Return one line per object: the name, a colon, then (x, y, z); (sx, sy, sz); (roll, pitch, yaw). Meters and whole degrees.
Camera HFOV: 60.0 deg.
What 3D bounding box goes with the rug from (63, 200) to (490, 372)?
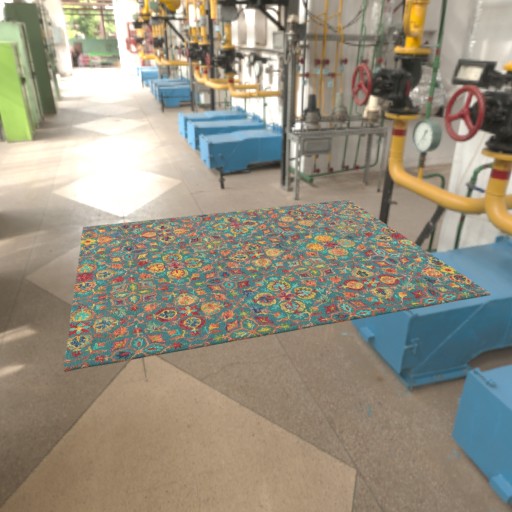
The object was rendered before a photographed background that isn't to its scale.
rug: (0.000, 0.000, 4.182); (3.204, 0.025, 2.434); (-7, 27, -15)
